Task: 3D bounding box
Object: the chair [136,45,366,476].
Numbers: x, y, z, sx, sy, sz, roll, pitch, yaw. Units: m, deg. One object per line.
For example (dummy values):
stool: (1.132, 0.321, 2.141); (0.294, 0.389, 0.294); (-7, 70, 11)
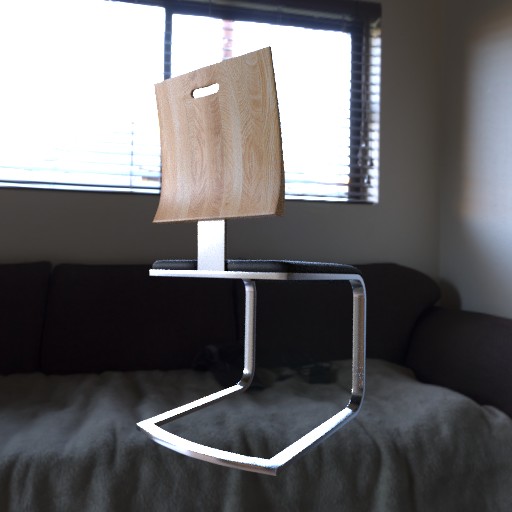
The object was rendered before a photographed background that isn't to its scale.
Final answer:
chair: (0.000, 0.000, 1.268); (0.462, 0.936, 0.560); (0, 0, 35)
